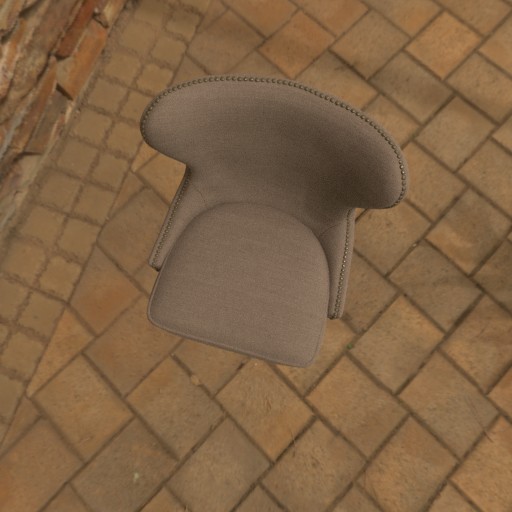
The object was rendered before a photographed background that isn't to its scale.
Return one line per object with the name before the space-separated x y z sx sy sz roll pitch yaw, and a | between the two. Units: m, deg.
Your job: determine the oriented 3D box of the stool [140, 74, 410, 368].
stool | 0.000 0.000 1.366 0.615 0.972 0.597 15 77 4
